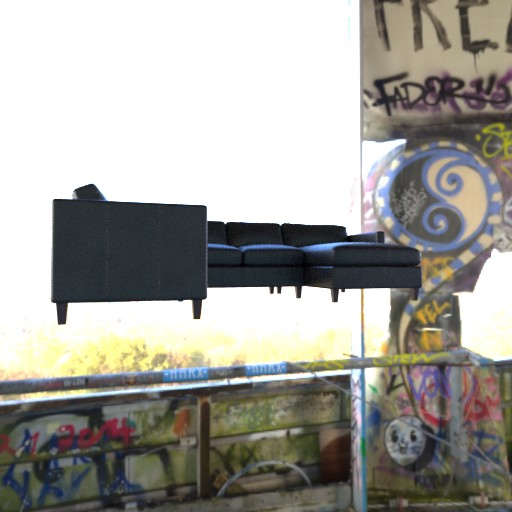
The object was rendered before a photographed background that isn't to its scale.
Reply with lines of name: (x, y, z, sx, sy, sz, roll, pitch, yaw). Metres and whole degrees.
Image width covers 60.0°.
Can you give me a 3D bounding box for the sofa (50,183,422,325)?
sofa: (0.000, 0.000, 4.253, 3.324, 0.891, 2.452, 0, -1, -18)
